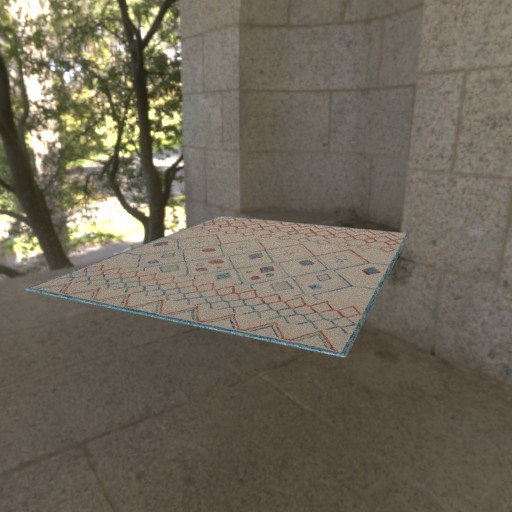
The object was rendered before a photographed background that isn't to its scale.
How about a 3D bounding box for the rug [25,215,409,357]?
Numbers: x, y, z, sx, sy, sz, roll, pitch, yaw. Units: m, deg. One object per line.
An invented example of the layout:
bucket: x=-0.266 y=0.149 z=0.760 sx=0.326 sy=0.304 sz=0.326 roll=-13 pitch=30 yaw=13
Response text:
rug: x=0.000 y=0.000 z=4.183 sx=2.441 sy=0.016 sz=3.050 roll=7 pitch=18 yaw=23
